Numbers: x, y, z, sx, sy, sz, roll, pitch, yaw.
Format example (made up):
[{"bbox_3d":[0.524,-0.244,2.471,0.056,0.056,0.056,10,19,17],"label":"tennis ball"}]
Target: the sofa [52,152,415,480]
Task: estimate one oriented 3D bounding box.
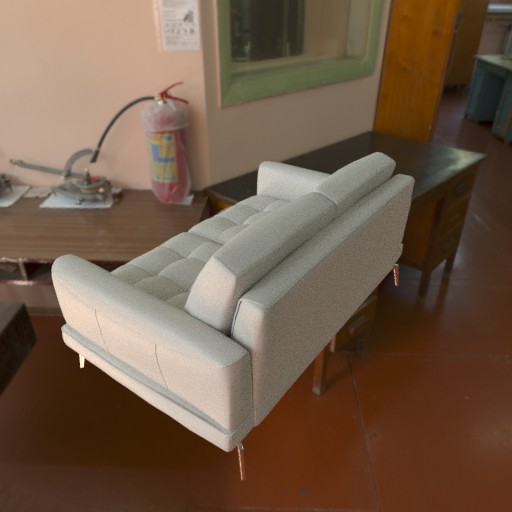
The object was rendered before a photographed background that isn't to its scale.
[{"bbox_3d":[0.000,0.000,2.404,1.121,0.930,1.819,20,37,30],"label":"sofa"}]
